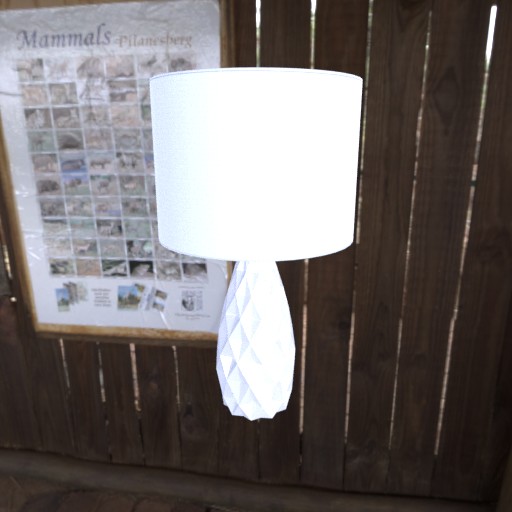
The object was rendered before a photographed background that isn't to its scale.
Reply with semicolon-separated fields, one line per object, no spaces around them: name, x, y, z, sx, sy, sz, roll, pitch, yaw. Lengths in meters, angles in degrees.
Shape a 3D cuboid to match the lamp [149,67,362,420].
lamp;0.000;0.000;0.701;0.297;0.522;0.297;0;15;0
